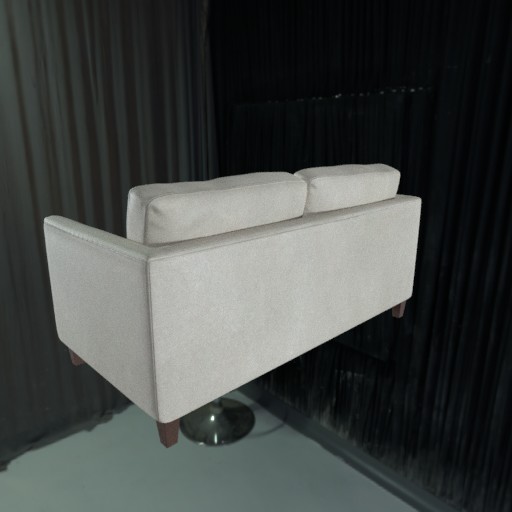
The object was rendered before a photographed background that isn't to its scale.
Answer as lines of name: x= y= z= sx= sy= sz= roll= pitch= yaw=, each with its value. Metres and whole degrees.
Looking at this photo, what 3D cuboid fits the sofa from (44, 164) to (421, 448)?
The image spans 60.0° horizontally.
sofa: x=0.000 y=0.000 z=2.367 sx=1.846 sy=0.940 sz=0.950 roll=-15 pitch=22 yaw=-42
